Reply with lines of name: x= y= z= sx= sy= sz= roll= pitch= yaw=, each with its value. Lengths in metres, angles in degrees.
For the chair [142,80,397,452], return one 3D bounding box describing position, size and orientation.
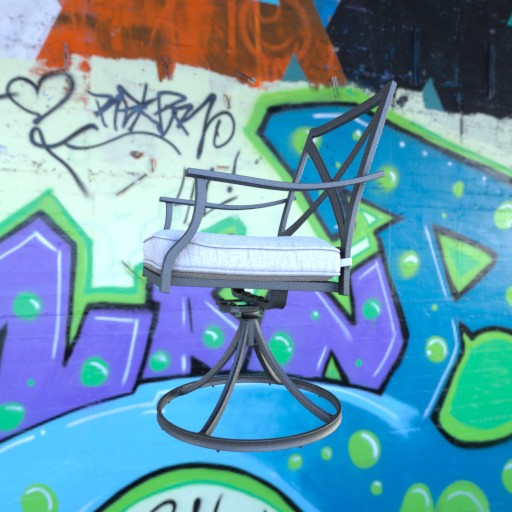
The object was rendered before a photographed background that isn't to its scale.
chair: x=0.000 y=0.000 z=1.263 sx=0.620 sy=0.889 sz=0.575 roll=0 pitch=1 yaw=-18
